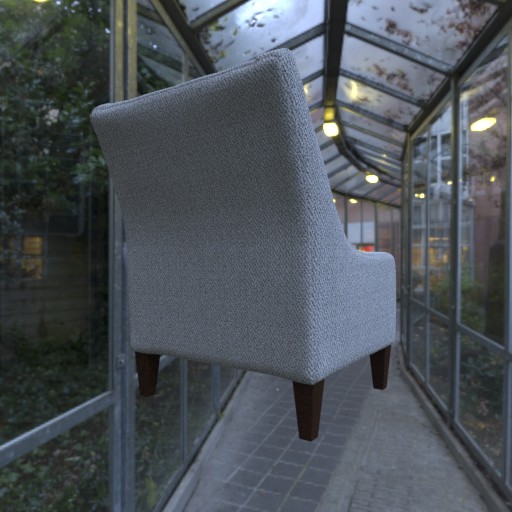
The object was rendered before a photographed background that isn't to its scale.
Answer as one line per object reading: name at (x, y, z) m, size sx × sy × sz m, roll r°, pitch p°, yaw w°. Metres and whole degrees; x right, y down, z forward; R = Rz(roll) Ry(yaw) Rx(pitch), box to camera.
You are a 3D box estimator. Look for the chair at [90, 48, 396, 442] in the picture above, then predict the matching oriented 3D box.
chair at (0.000, 0.000, 1.601) m, size 0.774 × 1.014 × 0.870 m, roll 0°, pitch 0°, yaw 35°
